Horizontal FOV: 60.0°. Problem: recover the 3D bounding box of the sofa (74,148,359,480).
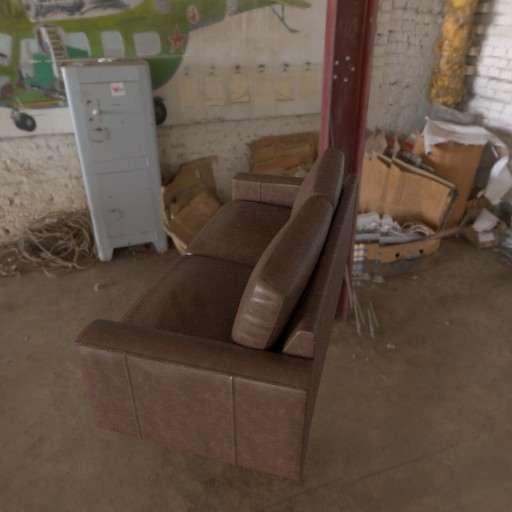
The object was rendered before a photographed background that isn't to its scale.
[{"bbox_3d":[0.000,0.000,2.657,1.016,0.873,2.179,8,31,14],"label":"sofa"}]
